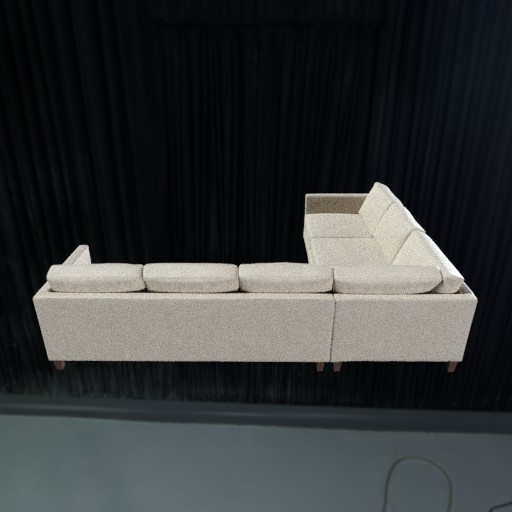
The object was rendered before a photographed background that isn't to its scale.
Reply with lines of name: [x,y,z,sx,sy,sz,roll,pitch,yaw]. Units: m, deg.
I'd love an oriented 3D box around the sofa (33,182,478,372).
sofa: [0.000,0.000,4.328,3.182,0.863,2.432,0,26,0]
